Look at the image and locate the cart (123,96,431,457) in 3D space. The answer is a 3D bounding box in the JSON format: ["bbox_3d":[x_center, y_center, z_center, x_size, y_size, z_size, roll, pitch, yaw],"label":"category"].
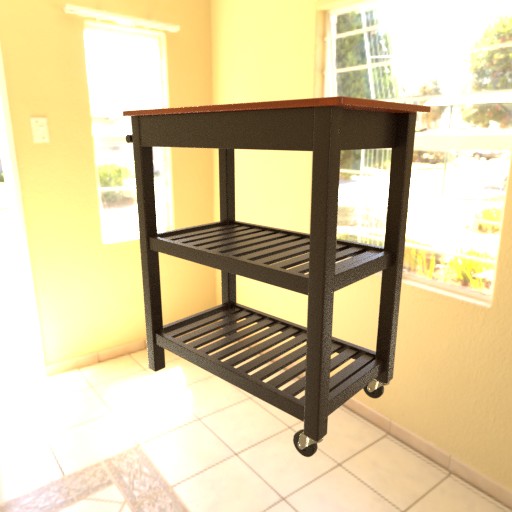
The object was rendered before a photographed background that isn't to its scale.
[{"bbox_3d":[0.000,0.000,1.474,0.899,0.927,0.457,14,20,41],"label":"cart"}]
